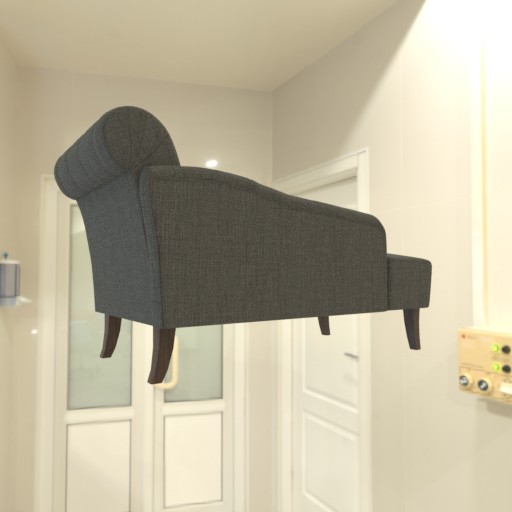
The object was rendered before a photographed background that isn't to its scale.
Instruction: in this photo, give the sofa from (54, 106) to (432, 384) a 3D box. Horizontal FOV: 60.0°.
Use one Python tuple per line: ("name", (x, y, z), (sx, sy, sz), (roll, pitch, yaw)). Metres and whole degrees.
("sofa", (0.000, 0.000, 1.751), (1.379, 0.787, 0.675), (2, -3, -35))
